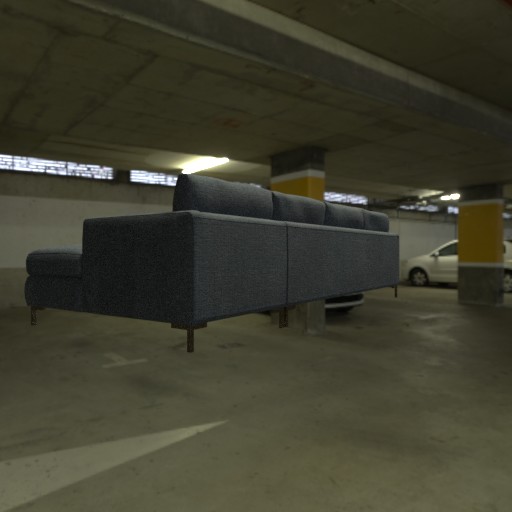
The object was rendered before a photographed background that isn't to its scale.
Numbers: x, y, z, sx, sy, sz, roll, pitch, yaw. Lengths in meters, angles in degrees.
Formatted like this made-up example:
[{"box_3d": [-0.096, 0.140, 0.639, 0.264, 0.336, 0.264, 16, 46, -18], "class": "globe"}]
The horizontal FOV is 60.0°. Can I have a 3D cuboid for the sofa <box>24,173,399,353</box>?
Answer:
[{"box_3d": [0.000, 0.000, 3.440, 1.350, 0.810, 2.932, 0, 1, 35], "class": "sofa"}]
